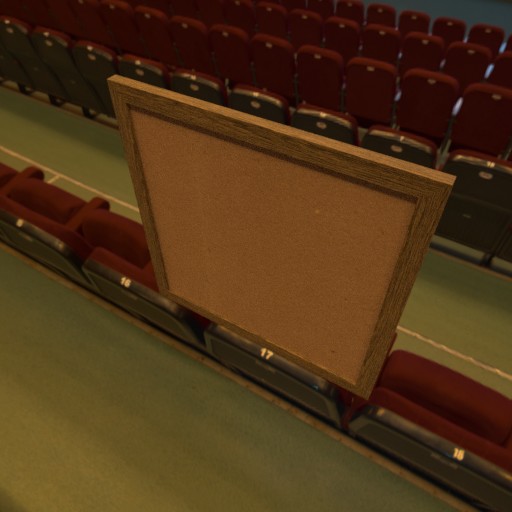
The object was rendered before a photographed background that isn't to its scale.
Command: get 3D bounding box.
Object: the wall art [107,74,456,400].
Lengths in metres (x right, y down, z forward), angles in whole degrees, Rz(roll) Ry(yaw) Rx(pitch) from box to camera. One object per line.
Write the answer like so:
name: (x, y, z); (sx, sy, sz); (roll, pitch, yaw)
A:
wall art: (0.000, 0.000, 0.760); (0.508, 0.508, 0.019); (23, 50, 21)
